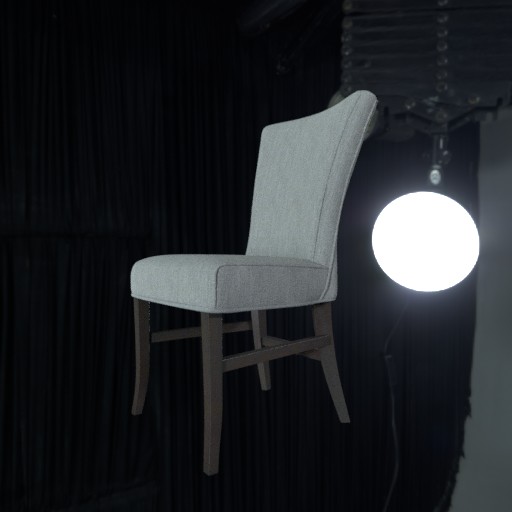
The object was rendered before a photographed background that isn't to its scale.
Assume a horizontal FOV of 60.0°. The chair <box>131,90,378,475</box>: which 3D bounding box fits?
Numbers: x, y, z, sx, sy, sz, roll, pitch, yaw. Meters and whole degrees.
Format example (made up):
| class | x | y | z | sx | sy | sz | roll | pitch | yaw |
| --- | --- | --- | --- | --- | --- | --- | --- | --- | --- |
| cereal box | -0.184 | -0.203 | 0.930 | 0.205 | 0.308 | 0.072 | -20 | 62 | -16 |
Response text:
| class | x | y | z | sx | sy | sz | roll | pitch | yaw |
| --- | --- | --- | --- | --- | --- | --- | --- | --- | --- |
| chair | 0.000 | 0.000 | 1.377 | 0.660 | 0.991 | 0.520 | 0 | 0 | -36 |
